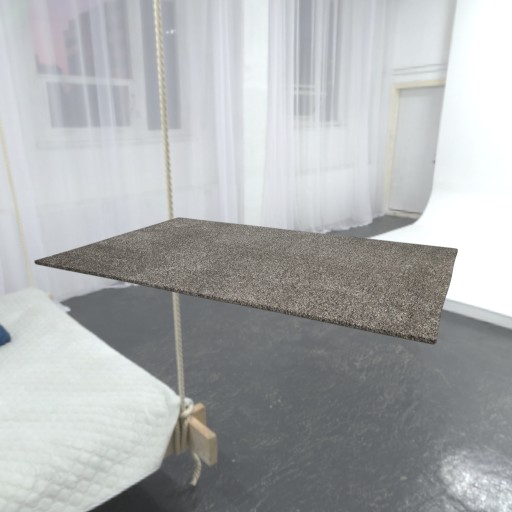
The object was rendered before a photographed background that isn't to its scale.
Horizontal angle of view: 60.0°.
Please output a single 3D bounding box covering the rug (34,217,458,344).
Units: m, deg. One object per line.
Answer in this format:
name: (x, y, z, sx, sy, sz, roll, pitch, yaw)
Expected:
rug: (0.000, 0.000, 2.901, 2.352, 0.025, 1.501, 8, 19, 26)
